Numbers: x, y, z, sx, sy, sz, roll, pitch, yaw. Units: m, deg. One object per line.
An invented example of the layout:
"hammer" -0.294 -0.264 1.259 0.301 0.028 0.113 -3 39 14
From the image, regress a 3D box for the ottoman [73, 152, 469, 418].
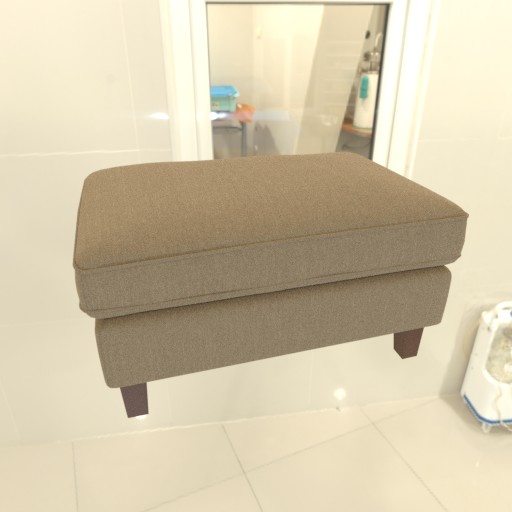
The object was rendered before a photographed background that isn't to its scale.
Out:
"ottoman" 0.000 0.000 1.307 0.945 0.521 0.636 -8 28 -15
